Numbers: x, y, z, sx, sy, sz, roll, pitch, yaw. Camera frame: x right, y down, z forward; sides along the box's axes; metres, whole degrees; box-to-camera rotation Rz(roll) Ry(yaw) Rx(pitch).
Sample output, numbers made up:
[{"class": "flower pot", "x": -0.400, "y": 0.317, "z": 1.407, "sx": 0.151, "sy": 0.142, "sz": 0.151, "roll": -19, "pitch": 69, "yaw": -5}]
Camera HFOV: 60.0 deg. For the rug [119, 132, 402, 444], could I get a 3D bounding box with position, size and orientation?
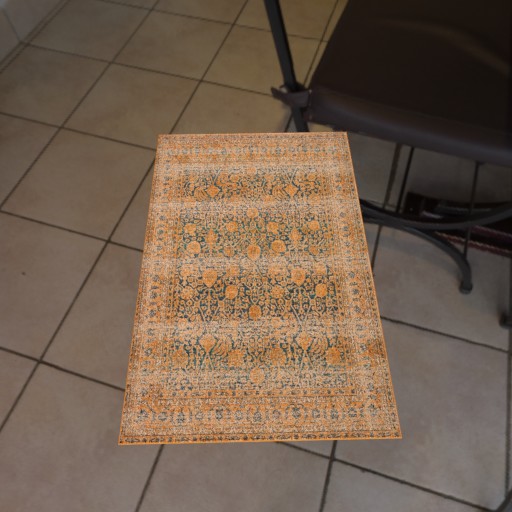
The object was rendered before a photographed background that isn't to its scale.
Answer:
[{"class": "rug", "x": 0.000, "y": 0.000, "z": 2.993, "sx": 1.525, "sy": 0.007, "sz": 2.336, "roll": -1, "pitch": 59, "yaw": -1}]
